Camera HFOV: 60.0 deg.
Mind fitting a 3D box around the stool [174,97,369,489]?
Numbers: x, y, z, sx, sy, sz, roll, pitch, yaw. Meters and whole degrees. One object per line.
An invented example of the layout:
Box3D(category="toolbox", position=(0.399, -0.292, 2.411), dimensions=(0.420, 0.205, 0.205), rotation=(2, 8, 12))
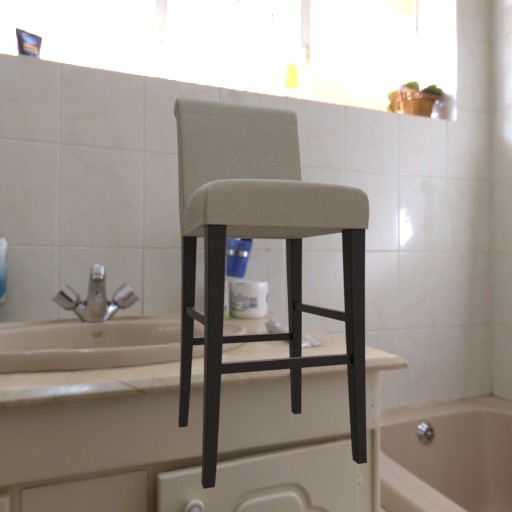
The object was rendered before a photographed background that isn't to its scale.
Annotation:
Box3D(category="stool", position=(0.000, 0.000, 1.390), dimensions=(0.452, 1.124, 0.597), rotation=(0, -1, -18))
